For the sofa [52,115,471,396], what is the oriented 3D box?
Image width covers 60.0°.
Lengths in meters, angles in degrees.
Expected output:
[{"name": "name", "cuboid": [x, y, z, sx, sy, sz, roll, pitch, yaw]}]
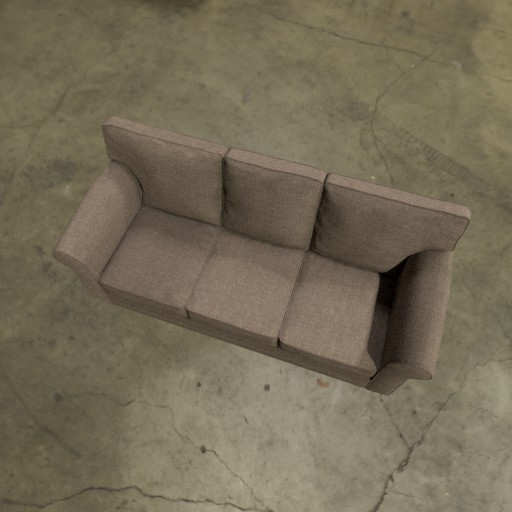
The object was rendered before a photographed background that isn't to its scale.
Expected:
[{"name": "sofa", "cuboid": [0.000, 0.000, 2.574, 2.084, 0.961, 0.916, 17, 61, 9]}]
